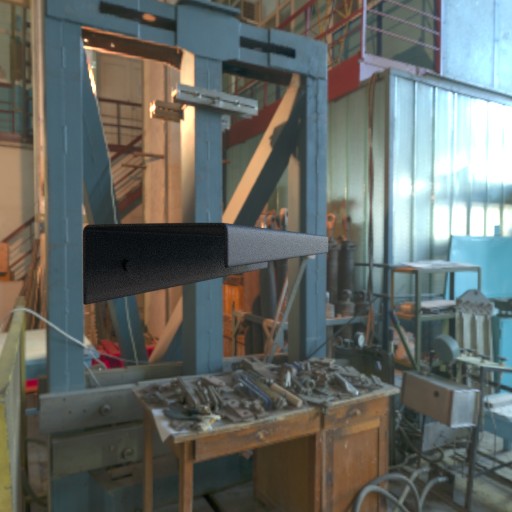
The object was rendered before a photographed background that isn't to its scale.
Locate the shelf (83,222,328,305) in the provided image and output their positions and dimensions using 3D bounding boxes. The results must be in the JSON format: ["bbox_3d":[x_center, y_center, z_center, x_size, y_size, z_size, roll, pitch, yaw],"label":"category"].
[{"bbox_3d":[0.000,0.000,0.493,0.102,0.053,0.456,0,2,17],"label":"shelf"}]
